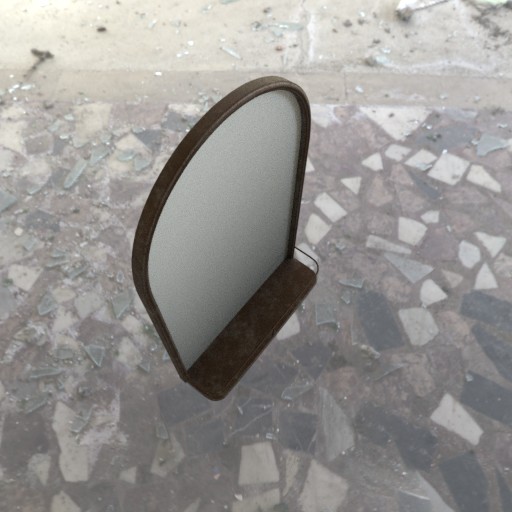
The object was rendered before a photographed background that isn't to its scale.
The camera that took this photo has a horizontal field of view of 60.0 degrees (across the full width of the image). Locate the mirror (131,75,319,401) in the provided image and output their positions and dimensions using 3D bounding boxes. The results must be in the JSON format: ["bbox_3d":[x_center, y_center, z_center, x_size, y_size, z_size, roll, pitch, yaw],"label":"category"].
[{"bbox_3d":[0.000,0.000,0.977,0.137,0.770,0.510,34,64,19],"label":"mirror"}]
